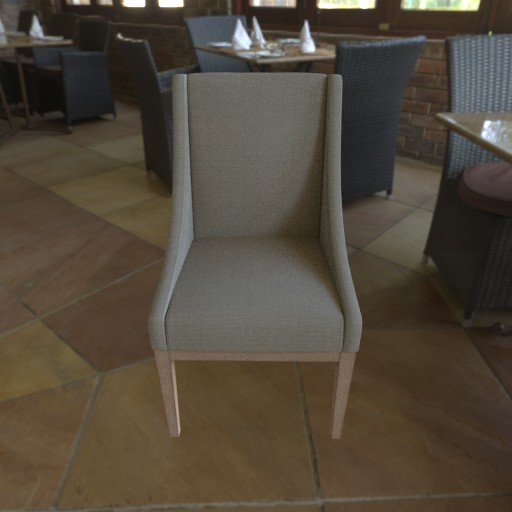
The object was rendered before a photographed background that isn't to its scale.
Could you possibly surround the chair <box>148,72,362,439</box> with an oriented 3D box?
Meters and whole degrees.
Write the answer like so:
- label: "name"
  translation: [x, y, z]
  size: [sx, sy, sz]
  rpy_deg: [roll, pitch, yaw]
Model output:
- label: "chair"
  translation: [0.000, 0.000, 1.419]
  size: [0.575, 1.021, 0.611]
  rpy_deg: [0, 30, 1]
